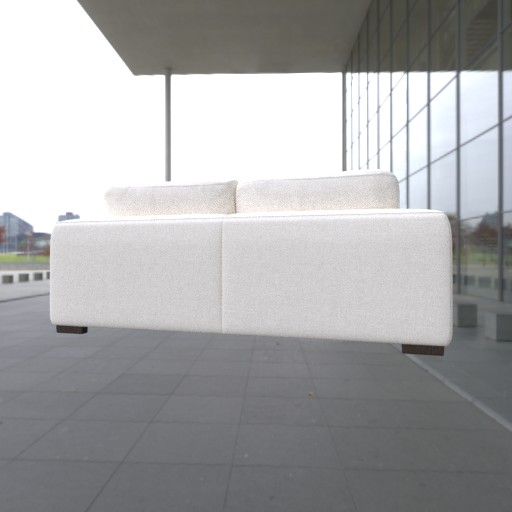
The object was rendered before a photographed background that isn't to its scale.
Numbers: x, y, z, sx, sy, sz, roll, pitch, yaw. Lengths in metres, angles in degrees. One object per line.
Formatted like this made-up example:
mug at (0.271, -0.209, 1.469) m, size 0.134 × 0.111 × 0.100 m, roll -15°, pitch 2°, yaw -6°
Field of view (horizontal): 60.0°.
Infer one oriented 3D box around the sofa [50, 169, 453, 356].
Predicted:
sofa at (0.000, 0.000, 2.492) m, size 1.920 × 0.801 × 1.069 m, roll 0°, pitch 0°, yaw 17°
